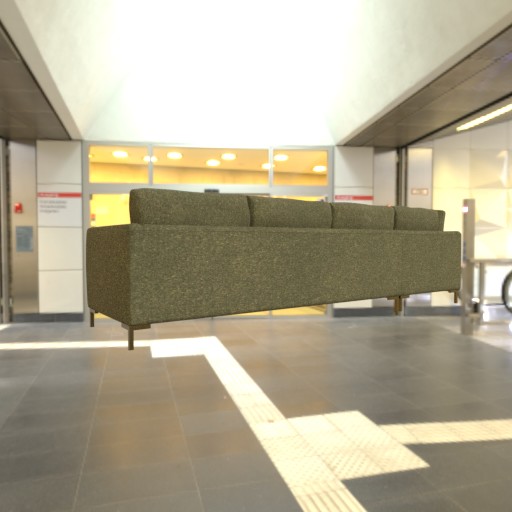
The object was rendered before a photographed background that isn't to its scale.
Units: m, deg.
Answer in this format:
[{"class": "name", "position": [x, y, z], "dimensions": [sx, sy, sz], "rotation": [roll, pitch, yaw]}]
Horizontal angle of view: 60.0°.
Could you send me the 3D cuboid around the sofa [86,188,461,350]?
[{"class": "sofa", "position": [0.000, 0.000, 3.770], "dimensions": [2.949, 0.815, 2.007], "rotation": [-1, 2, -35]}]
